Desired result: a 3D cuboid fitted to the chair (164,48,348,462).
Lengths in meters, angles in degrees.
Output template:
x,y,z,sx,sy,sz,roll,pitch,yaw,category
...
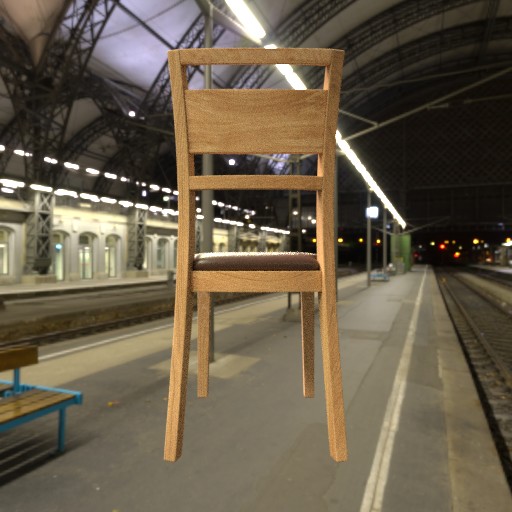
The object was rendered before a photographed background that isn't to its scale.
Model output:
x,y,z,sx,sy,sz,roll,pitch,yaw,category
0.000,0.000,1.246,0.420,0.940,0.545,0,0,0,chair
